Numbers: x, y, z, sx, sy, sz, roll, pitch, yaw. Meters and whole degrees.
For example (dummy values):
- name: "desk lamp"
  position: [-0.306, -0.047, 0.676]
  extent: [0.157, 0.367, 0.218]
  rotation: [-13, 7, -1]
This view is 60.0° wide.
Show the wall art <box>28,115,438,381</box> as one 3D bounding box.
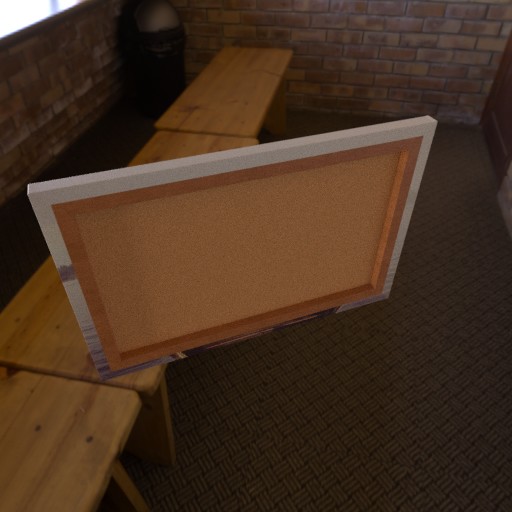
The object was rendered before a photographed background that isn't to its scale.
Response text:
- name: "wall art"
  position: [0.000, 0.000, 1.152]
  extent: [0.916, 0.609, 0.037]
  rotation: [-14, 43, -15]
